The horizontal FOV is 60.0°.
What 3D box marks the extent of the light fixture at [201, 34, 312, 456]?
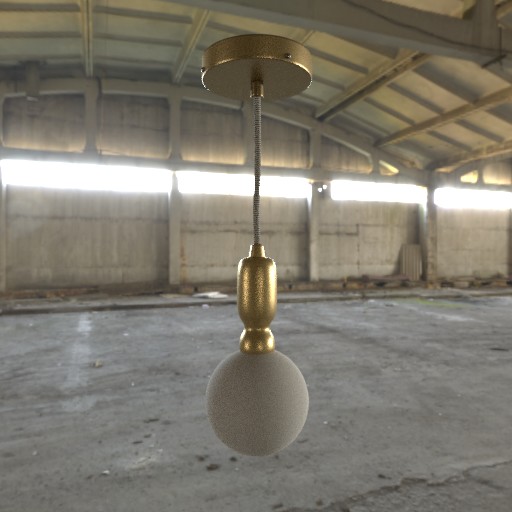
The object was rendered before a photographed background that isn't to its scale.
[{"bbox_3d":[0.000,0.000,0.579,0.146,0.510,0.147,0,0,-20],"label":"light fixture"}]
